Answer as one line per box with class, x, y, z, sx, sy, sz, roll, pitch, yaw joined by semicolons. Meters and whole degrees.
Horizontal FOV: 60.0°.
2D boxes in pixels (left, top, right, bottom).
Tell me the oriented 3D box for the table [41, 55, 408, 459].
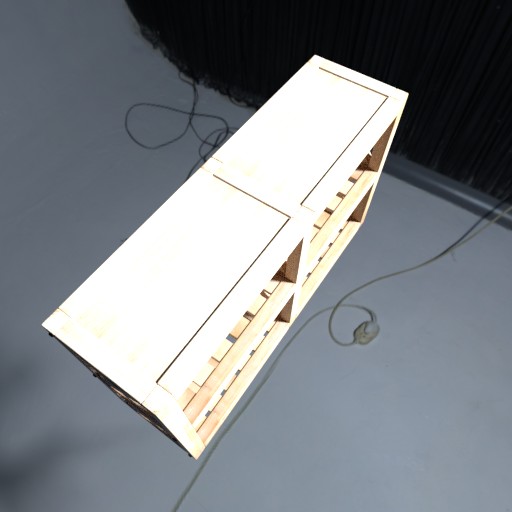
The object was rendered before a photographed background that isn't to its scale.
table;0.000;0.000;1.637;0.381;0.762;1.320;31;63;17
